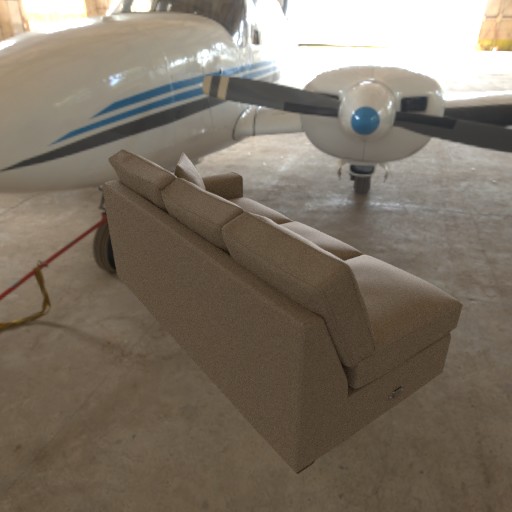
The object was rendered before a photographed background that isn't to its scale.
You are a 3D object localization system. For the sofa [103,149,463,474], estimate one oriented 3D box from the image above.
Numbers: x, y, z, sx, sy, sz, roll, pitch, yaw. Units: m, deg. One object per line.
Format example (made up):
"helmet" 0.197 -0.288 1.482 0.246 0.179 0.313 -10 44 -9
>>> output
"sofa" 0.000 0.000 2.499 1.034 0.946 1.963 -18 32 -31
